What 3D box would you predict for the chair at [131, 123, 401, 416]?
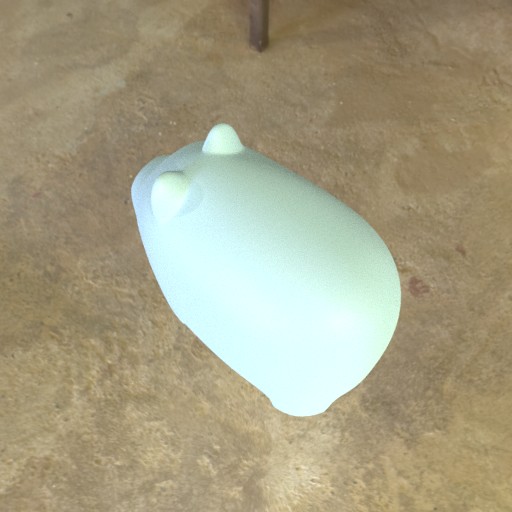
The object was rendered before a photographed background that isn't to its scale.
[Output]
[{"bbox_3d":[0.000,0.000,0.886,0.619,0.423,0.364,37,69,16],"label":"chair"}]
